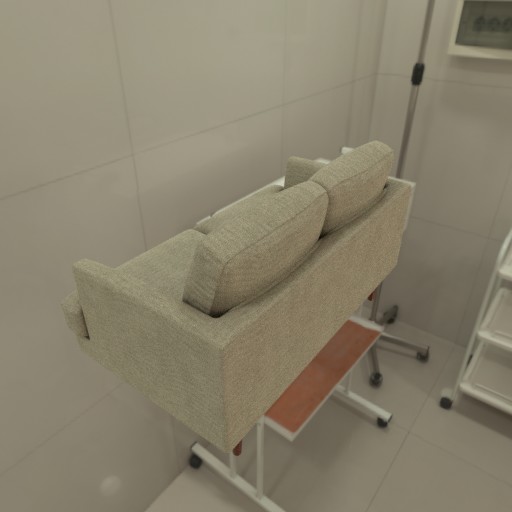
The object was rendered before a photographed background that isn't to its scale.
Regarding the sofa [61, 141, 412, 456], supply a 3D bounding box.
[{"bbox_3d":[0.000,0.000,2.149,0.903,0.944,1.582,22,38,31],"label":"sofa"}]
